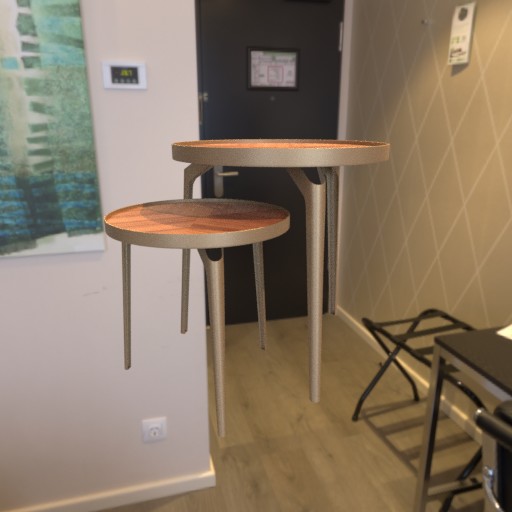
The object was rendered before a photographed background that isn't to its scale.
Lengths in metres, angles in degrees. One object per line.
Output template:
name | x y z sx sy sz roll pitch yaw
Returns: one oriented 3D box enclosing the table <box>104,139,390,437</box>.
table | 0.000 0.000 1.130 0.532 0.555 0.751 15 22 42
